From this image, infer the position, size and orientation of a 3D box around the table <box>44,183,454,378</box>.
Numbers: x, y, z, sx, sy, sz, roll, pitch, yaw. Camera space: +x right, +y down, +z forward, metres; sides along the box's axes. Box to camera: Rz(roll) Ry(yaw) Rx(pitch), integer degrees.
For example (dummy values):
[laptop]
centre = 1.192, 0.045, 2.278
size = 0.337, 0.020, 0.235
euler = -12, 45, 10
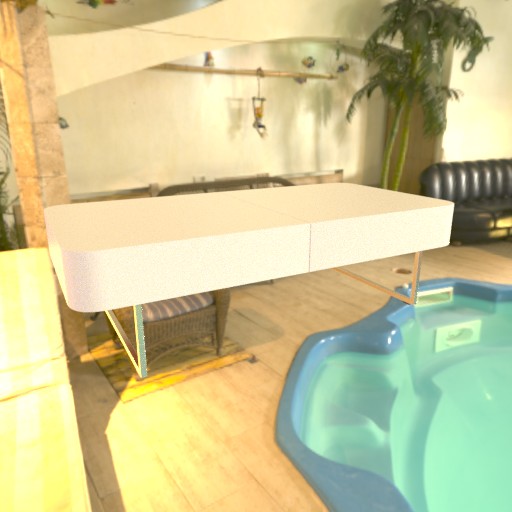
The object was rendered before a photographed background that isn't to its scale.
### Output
[table]
centre = 0.000, 0.000, 1.459
size = 1.200, 0.340, 0.600
euler = -9, 19, -27
